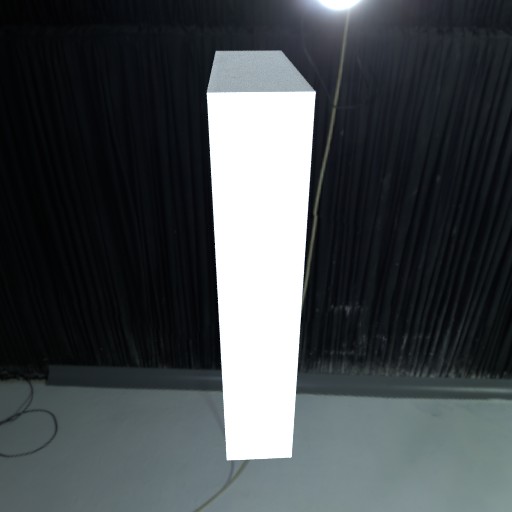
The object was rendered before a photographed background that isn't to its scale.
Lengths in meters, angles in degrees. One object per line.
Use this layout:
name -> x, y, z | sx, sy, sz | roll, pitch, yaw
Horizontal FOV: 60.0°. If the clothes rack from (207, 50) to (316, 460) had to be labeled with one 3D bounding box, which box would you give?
clothes rack -> 0.000, 0.000, 1.612 | 0.250, 1.280, 0.750 | -2, 31, -3
